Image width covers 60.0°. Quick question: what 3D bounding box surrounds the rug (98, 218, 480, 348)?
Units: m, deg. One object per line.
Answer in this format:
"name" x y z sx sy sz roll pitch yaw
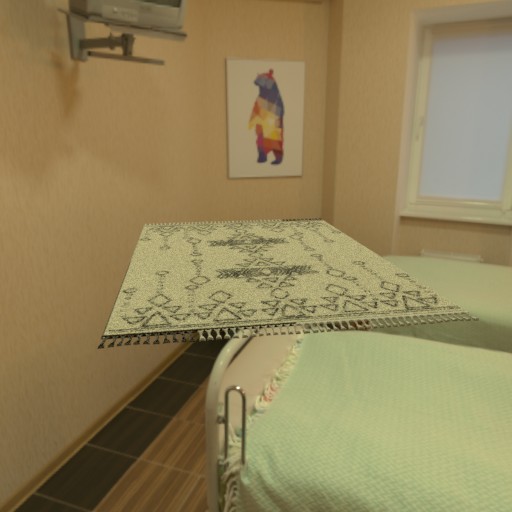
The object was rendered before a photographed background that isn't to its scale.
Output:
"rug" 0.000 0.000 2.901 1.600 0.013 2.312 -3 16 -9
